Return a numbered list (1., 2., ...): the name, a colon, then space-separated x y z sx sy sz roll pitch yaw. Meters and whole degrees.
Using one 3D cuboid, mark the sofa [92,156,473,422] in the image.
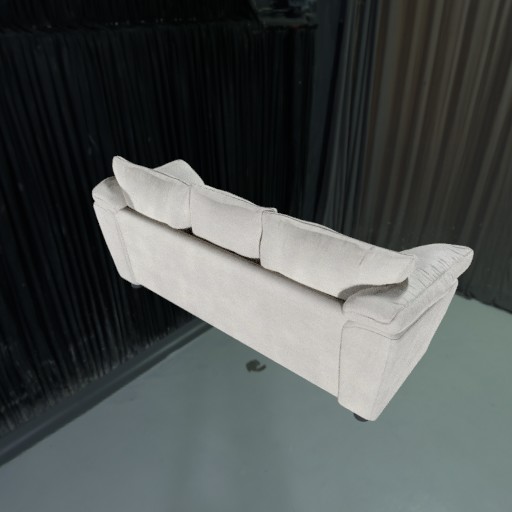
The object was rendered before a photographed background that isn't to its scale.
1. sofa: 0.000 0.000 2.835 2.334 0.996 0.878 23 37 34
